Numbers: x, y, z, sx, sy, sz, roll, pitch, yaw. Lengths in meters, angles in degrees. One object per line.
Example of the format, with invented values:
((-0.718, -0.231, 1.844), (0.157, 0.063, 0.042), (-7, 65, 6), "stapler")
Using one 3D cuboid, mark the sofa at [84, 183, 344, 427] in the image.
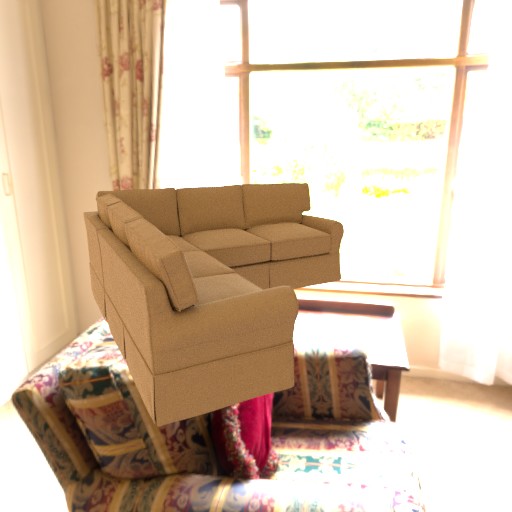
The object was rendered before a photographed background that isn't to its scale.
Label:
((0.000, 0.000, 4.217), (2.733, 1.124, 2.730), (-8, 17, -26), "sofa")
